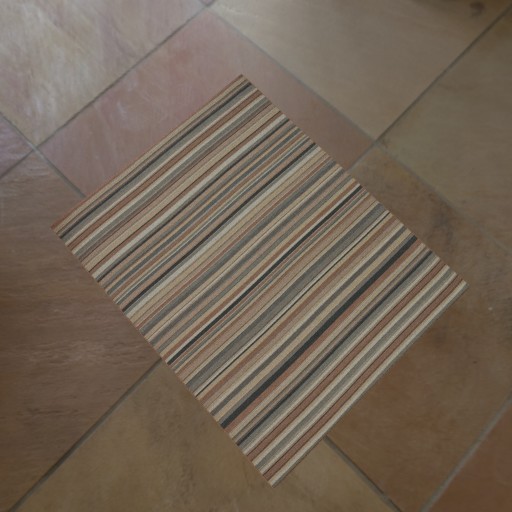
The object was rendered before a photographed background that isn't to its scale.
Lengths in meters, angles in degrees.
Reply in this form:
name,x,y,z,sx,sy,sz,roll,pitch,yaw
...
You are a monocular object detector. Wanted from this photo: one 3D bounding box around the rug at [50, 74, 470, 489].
name,x,y,z,sx,sy,sz,roll,pitch,yaw
rug,0.000,0.000,4.057,2.436,0.011,3.045,-42,79,-10
